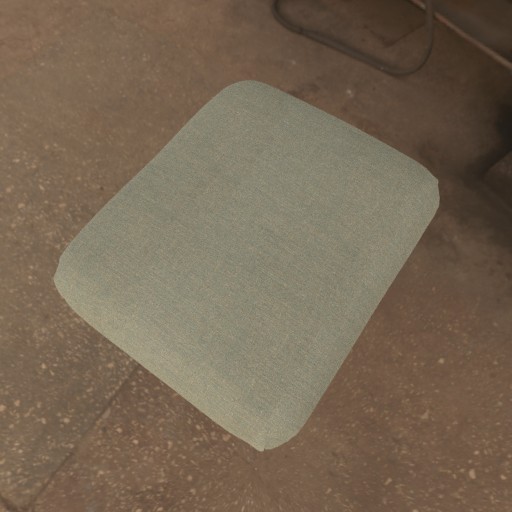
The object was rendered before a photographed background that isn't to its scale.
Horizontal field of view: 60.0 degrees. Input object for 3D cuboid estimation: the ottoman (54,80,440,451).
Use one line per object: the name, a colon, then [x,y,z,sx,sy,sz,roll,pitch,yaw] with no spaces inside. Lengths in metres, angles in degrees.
ottoman: [0.000,0.000,1.116,0.622,0.450,0.747,33,69,14]
